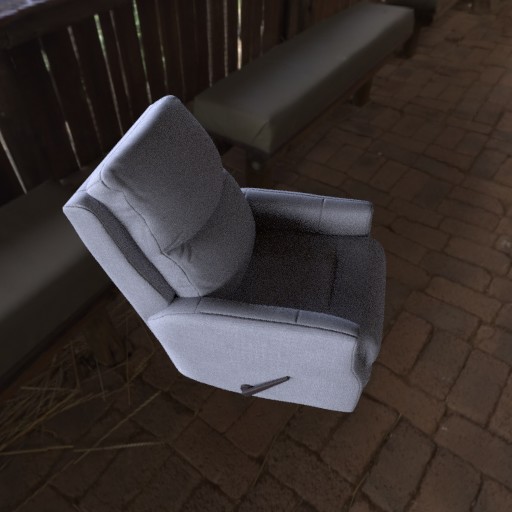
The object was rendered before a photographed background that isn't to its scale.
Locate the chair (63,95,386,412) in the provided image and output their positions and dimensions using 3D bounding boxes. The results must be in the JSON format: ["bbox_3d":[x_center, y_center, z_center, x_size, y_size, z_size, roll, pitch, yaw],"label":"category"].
[{"bbox_3d":[0.000,0.000,1.788,1.080,1.030,0.829,10,47,10],"label":"chair"}]
